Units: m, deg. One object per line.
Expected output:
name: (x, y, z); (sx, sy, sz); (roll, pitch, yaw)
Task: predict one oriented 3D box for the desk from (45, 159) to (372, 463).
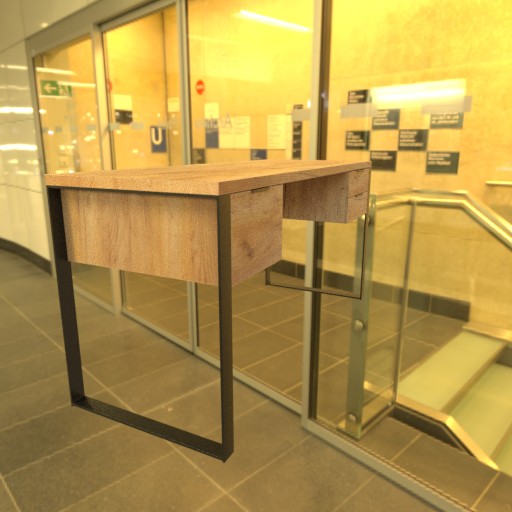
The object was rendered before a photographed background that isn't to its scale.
desk: (0.000, 0.000, 1.904); (0.600, 0.760, 1.520); (7, 16, 26)
